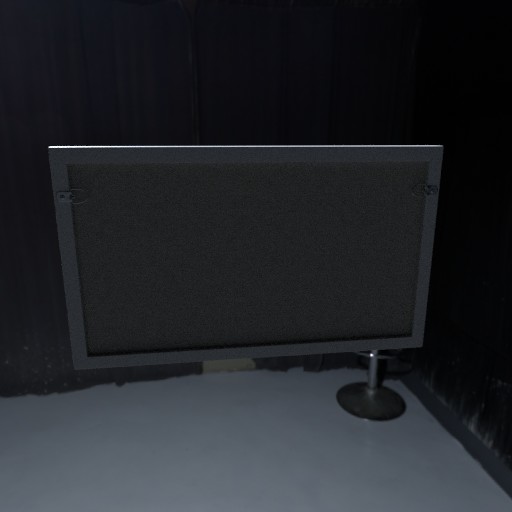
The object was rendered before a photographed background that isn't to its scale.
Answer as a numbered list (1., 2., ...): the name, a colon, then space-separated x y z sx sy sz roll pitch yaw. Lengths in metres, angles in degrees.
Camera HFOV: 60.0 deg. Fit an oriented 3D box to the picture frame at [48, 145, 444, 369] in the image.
1. picture frame: 0.000 0.000 0.787 0.647 0.379 0.044 -2 15 -8
